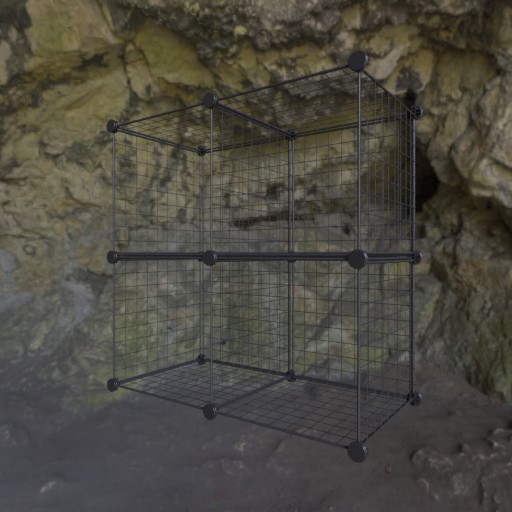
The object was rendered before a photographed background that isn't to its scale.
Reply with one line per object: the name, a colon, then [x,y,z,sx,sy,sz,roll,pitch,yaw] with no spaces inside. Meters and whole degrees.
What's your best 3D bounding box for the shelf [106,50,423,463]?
shelf: [0.000,0.000,1.106,0.711,0.711,0.356,0,0,35]
